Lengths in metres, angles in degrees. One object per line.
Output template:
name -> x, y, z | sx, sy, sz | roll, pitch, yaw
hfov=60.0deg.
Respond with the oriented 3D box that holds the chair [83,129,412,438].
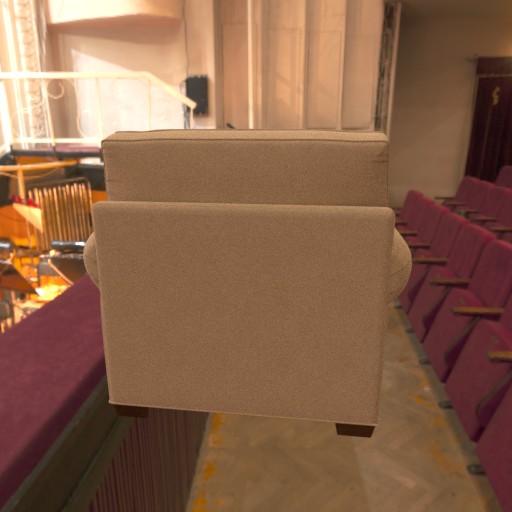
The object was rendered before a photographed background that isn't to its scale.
chair -> 0.000, 0.000, 1.732 | 1.040, 0.955, 0.863 | 2, 16, 7
